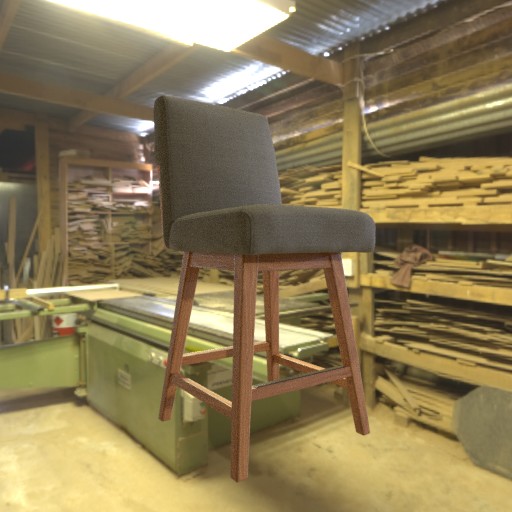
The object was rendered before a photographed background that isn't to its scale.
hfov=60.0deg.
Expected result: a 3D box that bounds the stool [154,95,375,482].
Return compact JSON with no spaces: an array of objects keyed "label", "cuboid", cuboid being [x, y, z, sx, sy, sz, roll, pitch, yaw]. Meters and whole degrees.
[{"label":"stool","cuboid":[0.000,0.000,1.331,0.459,1.019,0.570,-1,2,-35]}]
